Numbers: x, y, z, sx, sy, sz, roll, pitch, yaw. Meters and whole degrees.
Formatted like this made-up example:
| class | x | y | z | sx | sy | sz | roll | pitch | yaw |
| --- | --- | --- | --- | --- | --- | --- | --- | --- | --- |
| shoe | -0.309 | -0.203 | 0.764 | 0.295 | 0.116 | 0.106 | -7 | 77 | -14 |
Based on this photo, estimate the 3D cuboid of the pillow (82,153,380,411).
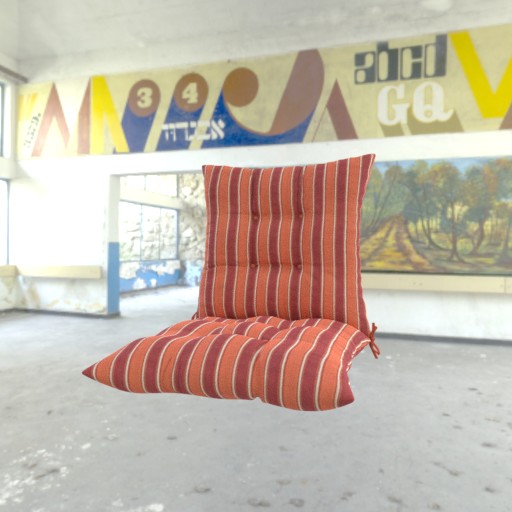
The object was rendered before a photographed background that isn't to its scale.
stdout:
| class | x | y | z | sx | sy | sz | roll | pitch | yaw |
| --- | --- | --- | --- | --- | --- | --- | --- | --- | --- |
| pillow | 0.000 | 0.000 | 1.020 | 0.541 | 0.536 | 0.585 | 0 | 1 | 18 |
